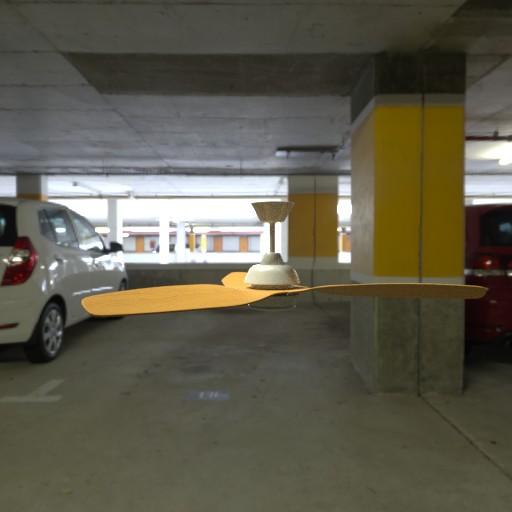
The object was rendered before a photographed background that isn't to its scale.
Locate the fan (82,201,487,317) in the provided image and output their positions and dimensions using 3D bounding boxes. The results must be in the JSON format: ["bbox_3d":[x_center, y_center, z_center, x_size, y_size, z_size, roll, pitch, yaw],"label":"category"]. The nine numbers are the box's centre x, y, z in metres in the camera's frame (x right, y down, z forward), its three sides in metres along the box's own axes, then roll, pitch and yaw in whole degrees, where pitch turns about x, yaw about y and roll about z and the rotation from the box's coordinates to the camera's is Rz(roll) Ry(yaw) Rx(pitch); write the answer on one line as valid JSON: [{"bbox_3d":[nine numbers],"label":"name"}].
[{"bbox_3d":[0.000,0.000,1.619,1.142,0.355,1.010,0,1,-19],"label":"fan"}]
